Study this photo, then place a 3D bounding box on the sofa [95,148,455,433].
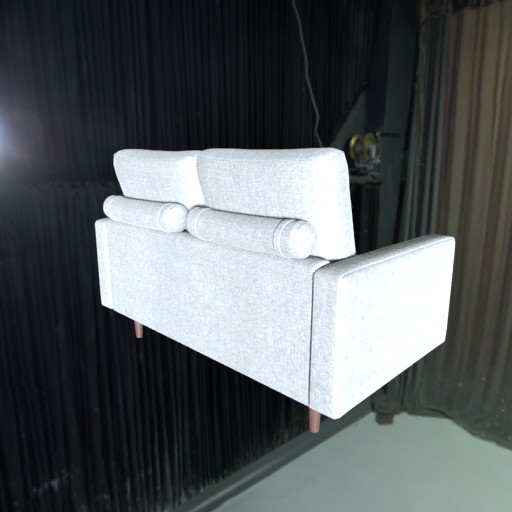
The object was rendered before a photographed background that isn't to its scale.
[{"bbox_3d":[0.000,0.000,1.931,1.407,0.907,0.842,13,18,43],"label":"sofa"}]
